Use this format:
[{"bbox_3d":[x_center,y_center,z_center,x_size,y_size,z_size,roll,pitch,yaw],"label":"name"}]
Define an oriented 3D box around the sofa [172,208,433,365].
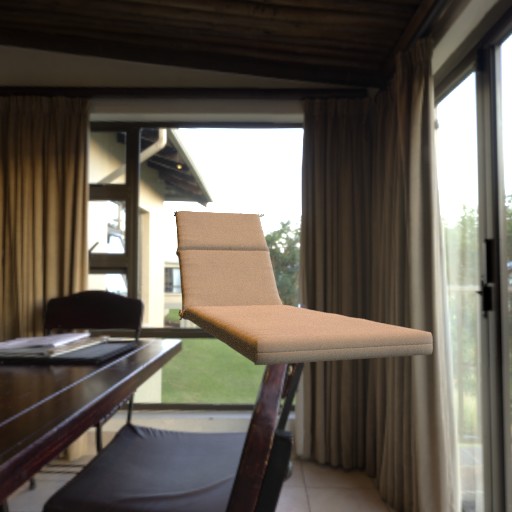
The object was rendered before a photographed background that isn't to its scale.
[{"bbox_3d":[0.000,0.000,1.939,0.582,0.622,1.663,1,-2,-17],"label":"sofa"}]
